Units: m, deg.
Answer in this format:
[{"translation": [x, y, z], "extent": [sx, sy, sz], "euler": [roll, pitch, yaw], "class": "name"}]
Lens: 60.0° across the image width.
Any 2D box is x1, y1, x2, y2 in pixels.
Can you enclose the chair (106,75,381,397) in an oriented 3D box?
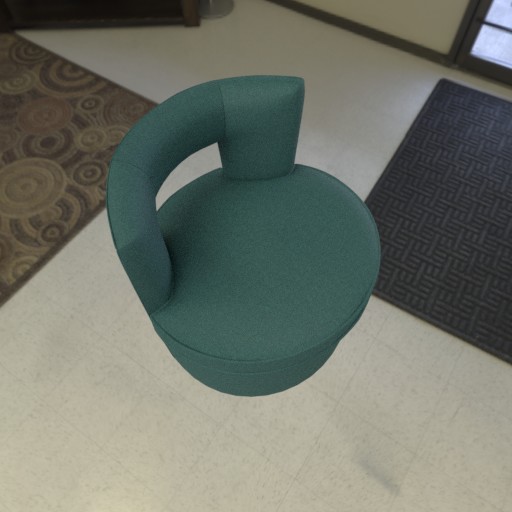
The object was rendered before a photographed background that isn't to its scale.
[{"translation": [0.000, 0.000, 1.247], "extent": [0.660, 0.711, 0.684], "euler": [33, 64, 18], "class": "chair"}]
